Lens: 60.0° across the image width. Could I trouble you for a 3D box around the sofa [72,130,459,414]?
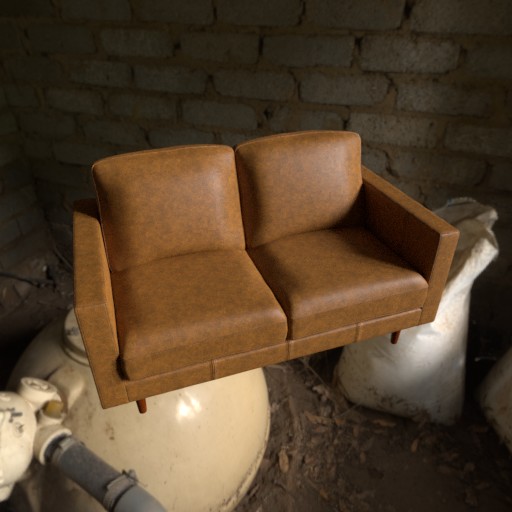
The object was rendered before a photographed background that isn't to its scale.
[{"bbox_3d":[0.000,0.000,2.126,1.578,0.951,0.909,-11,35,-16],"label":"sofa"}]
